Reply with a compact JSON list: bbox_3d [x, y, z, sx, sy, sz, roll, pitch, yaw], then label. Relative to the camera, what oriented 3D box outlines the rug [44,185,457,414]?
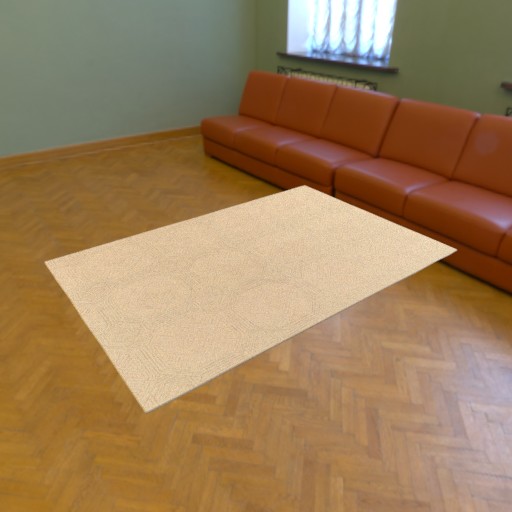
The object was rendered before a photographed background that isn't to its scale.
[{"bbox_3d":[0.000,0.000,2.365,1.839,0.009,1.236,-21,36,-32],"label":"rug"}]
